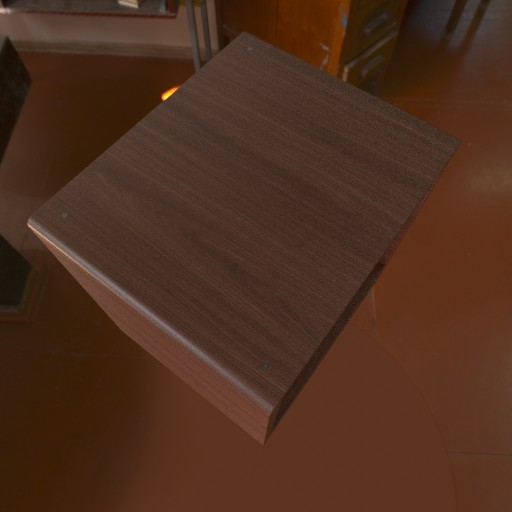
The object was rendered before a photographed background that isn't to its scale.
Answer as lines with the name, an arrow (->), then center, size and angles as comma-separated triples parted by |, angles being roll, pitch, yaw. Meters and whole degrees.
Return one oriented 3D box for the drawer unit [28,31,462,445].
drawer unit -> 0.000, 0.000, 0.602 | 0.290, 0.351, 0.349 | 34, 68, 16
